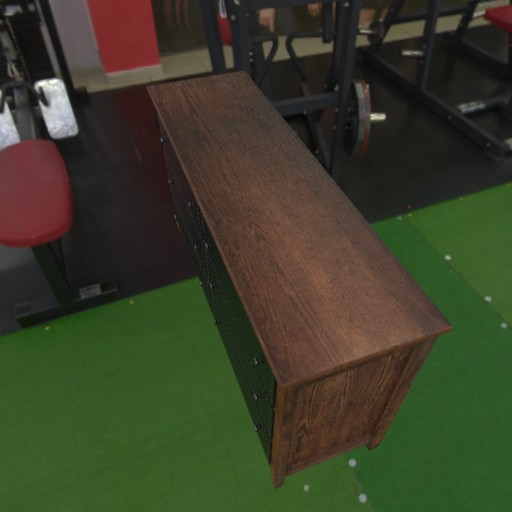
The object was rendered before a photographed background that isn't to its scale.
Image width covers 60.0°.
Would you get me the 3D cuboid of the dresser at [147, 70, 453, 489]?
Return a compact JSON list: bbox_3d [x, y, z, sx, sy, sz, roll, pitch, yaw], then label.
[{"bbox_3d":[0.000,0.000,1.850,0.463,0.856,1.551,-15,48,-14],"label":"dresser"}]
